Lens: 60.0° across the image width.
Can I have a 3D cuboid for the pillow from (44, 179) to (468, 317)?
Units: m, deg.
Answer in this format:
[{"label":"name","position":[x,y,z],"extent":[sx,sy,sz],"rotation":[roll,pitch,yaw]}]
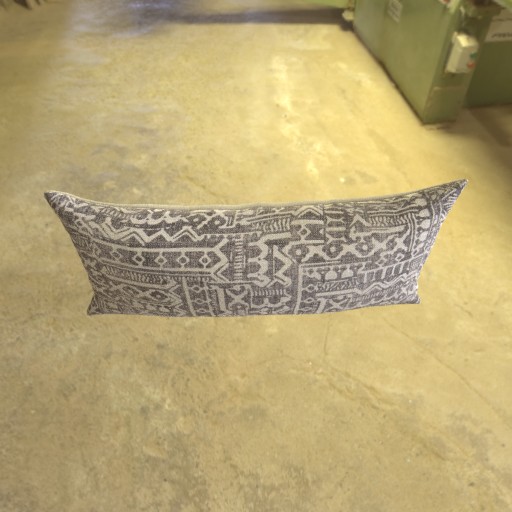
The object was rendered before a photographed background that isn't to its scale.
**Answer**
[{"label":"pillow","position":[0.000,0.000,0.735],"extent":[0.631,0.290,0.148],"rotation":[-2,46,-2]}]
